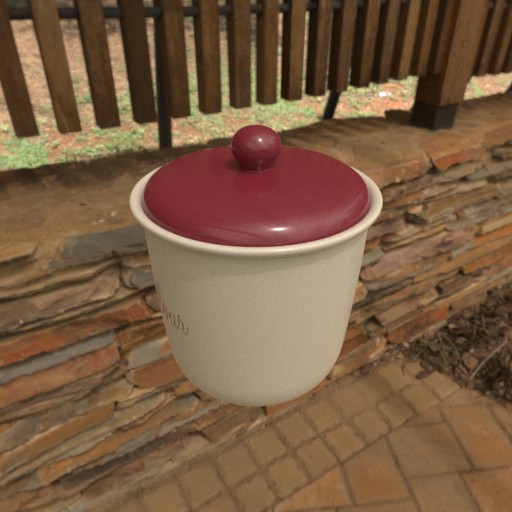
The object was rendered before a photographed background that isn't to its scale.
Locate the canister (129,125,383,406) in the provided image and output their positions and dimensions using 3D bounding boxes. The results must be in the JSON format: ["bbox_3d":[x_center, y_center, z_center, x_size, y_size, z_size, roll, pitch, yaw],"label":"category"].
[{"bbox_3d":[0.000,0.000,0.357,0.182,0.208,0.182,0,32,0],"label":"canister"}]
